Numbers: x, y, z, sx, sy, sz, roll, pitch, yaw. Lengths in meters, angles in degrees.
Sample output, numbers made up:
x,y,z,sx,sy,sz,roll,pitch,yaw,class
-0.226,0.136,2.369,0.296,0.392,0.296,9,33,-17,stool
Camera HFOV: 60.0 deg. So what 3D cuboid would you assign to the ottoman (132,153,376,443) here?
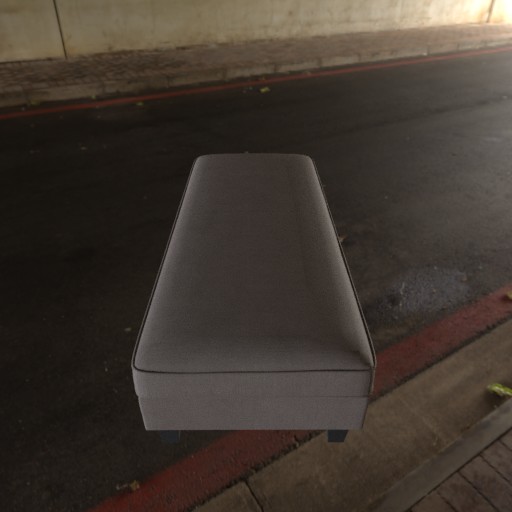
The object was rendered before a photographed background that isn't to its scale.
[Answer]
x,y,z,sx,sy,sz,roll,pitch,yaw,class
0.000,0.000,2.075,0.751,0.470,1.764,0,33,0,ottoman
